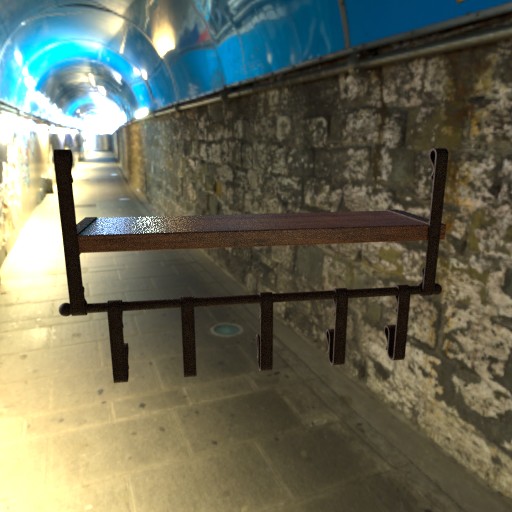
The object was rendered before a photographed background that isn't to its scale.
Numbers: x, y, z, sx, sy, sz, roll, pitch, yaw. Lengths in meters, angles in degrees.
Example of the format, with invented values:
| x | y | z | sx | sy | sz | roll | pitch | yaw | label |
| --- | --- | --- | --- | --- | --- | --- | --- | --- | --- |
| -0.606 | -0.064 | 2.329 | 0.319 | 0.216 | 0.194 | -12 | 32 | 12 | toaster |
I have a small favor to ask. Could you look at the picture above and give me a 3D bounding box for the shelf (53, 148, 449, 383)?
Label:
| x | y | z | sx | sy | sz | roll | pitch | yaw | label |
| --- | --- | --- | --- | --- | --- | --- | --- | --- | --- |
| 0.000 | 0.000 | 0.698 | 0.567 | 0.330 | 0.146 | -2 | 15 | -9 | shelf |
